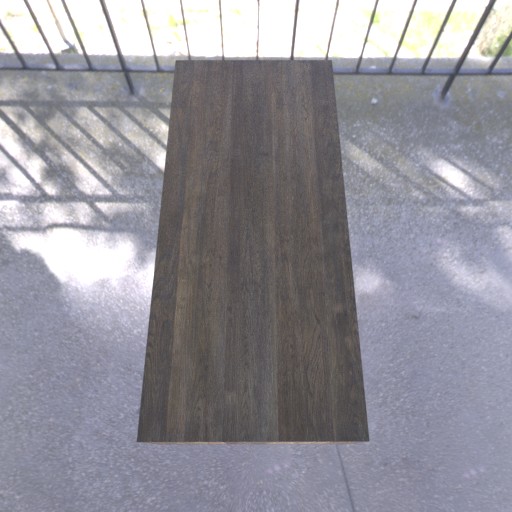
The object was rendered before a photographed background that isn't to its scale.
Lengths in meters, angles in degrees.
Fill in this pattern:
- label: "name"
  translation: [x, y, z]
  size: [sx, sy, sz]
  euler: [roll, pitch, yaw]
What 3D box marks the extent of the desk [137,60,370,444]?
- label: "desk"
  translation: [0.000, 0.000, 2.038]
  size: [0.730, 0.780, 1.600]
  euler: [0, 66, 0]
